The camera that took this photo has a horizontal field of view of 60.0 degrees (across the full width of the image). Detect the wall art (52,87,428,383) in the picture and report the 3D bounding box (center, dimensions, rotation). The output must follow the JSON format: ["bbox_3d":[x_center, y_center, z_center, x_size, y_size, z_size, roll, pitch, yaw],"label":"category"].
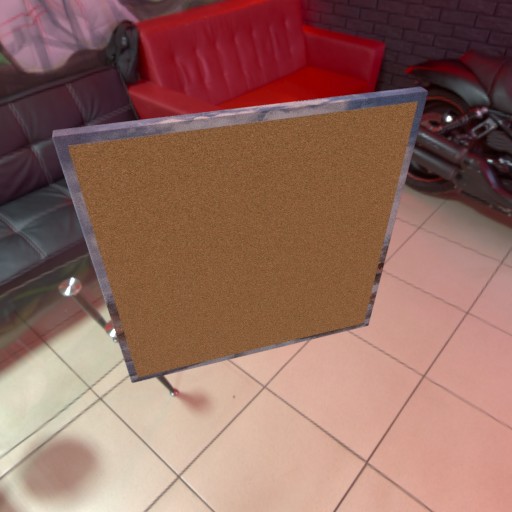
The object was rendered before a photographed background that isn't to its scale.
[{"bbox_3d":[0.000,0.000,1.495,1.010,1.020,0.040,-11,42,-12],"label":"wall art"}]
